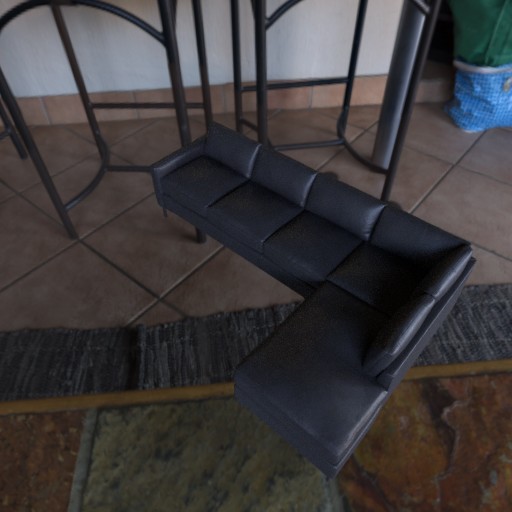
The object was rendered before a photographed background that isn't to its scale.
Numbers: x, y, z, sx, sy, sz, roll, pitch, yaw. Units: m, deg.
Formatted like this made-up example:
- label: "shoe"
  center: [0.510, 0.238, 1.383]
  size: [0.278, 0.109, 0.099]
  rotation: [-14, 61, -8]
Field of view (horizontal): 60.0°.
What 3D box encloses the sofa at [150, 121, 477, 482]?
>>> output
- label: "sofa"
  center: [0.000, 0.000, 3.777]
  size: [2.984, 0.877, 1.938]
  rotation: [32, 54, 27]
